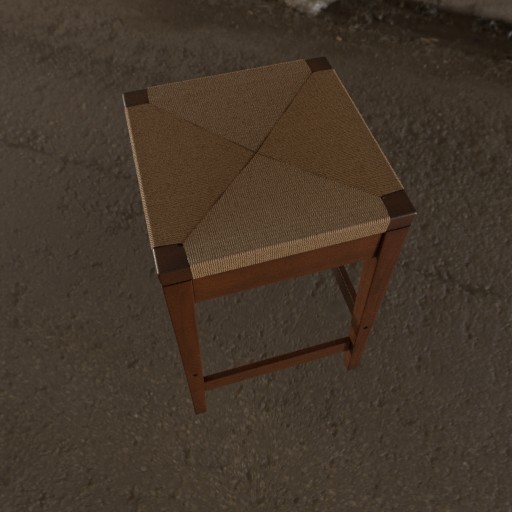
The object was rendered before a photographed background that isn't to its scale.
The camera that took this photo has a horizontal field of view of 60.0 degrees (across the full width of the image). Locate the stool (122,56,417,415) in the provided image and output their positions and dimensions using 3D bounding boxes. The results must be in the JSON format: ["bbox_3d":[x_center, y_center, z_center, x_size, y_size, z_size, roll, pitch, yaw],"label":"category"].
[{"bbox_3d":[0.000,0.000,1.118,0.507,0.762,0.497,-14,60,-8],"label":"stool"}]
